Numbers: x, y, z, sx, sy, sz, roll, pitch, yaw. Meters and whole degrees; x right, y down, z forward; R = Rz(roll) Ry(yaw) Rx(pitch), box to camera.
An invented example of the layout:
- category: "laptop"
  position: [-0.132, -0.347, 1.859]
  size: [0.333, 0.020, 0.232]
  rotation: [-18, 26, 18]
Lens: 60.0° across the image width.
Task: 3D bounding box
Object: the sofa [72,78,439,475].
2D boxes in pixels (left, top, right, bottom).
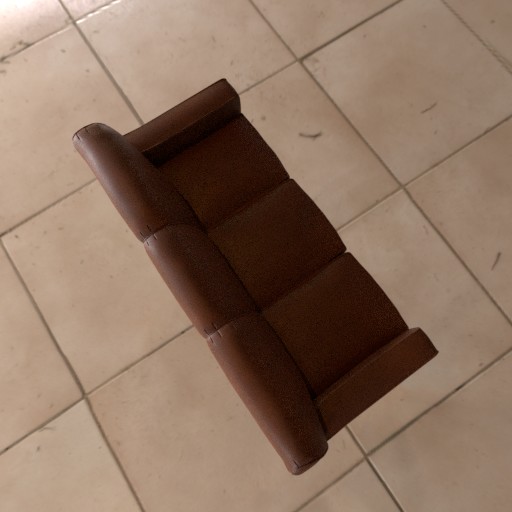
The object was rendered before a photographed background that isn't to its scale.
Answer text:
- category: "sofa"
  position: [0.000, 0.000, 2.585]
  size: [1.008, 0.953, 2.039]
  rotation: [-34, 78, -8]
